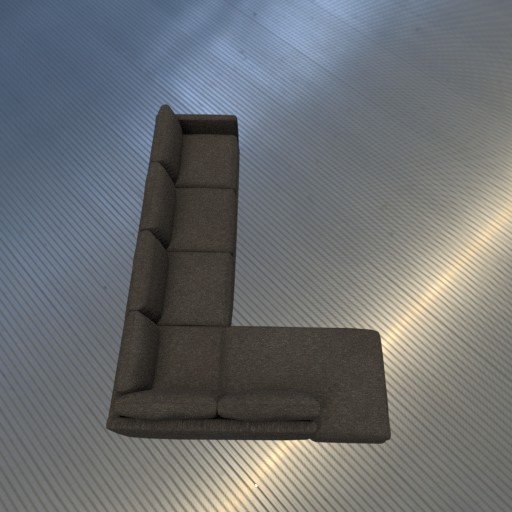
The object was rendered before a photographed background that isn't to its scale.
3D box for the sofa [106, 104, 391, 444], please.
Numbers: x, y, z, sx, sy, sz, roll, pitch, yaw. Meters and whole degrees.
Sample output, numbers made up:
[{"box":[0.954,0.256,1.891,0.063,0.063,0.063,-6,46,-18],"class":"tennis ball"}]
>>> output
[{"box":[0.000,0.000,3.834,2.007,0.815,2.949,1,63,0],"class":"sofa"}]
